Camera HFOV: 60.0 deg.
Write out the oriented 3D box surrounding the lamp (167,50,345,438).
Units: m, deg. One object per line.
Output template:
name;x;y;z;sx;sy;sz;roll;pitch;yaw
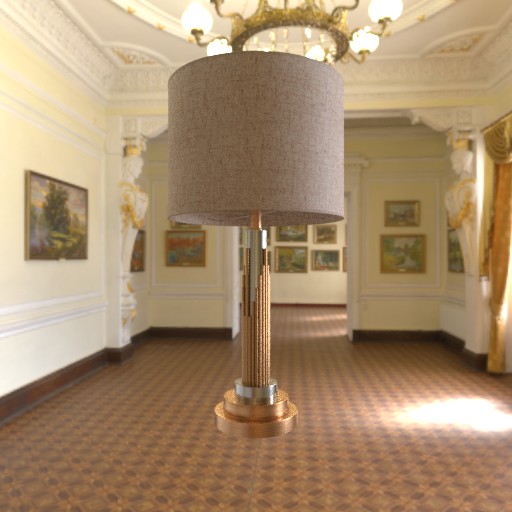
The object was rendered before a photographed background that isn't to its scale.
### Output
lamp;0.000;0.000;0.819;0.321;0.610;0.321;0;0;18
